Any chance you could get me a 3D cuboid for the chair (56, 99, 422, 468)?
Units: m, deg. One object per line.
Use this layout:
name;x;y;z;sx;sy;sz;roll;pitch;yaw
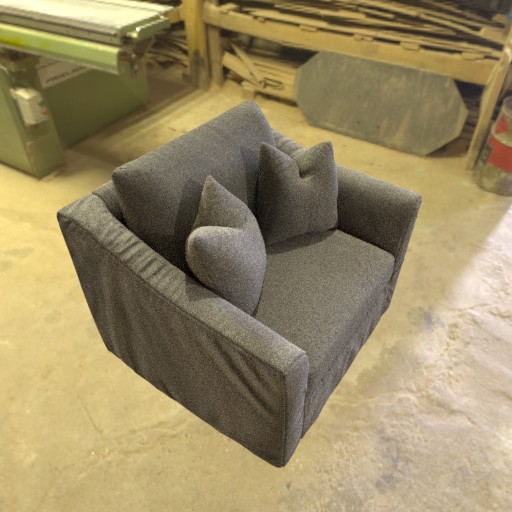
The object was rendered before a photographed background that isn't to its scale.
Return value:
chair;0.000;0.000;2.036;1.071;1.059;1.194;25;47;26
